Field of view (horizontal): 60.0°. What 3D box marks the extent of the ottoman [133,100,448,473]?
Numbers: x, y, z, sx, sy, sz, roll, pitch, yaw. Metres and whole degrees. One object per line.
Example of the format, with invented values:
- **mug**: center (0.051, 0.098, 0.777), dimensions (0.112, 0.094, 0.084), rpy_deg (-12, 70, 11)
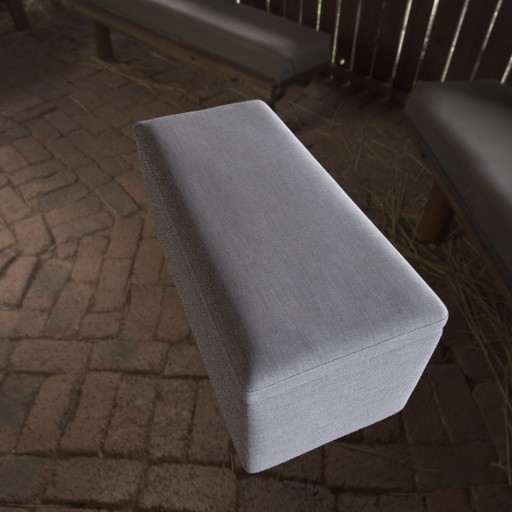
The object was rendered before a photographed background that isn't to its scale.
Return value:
- **ottoman**: center (0.000, 0.000, 1.148), dimensions (0.419, 0.432, 0.902), rpy_deg (-16, 48, -15)
